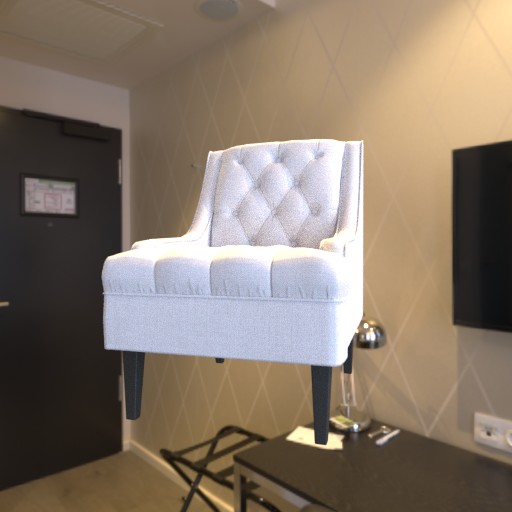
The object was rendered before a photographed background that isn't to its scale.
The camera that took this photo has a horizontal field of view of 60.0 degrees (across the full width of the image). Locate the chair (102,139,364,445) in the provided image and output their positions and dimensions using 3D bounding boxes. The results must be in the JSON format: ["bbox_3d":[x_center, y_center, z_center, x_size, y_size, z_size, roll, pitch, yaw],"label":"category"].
[{"bbox_3d":[0.000,0.000,1.430,0.658,0.891,0.772,0,1,17],"label":"chair"}]
